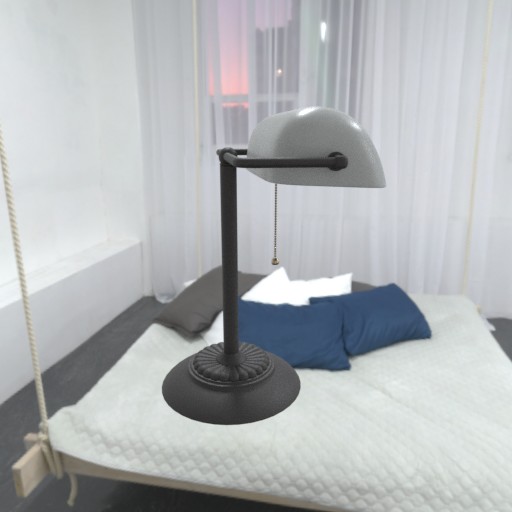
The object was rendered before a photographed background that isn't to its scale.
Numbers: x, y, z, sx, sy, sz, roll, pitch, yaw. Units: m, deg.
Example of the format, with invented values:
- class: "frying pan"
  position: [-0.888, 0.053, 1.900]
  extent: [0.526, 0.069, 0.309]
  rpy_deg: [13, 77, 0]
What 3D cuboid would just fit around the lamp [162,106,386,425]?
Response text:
- class: "lamp"
  position: [0.000, 0.000, 0.538]
  extent: [0.243, 0.339, 0.264]
  rpy_deg: [-2, 15, -8]
